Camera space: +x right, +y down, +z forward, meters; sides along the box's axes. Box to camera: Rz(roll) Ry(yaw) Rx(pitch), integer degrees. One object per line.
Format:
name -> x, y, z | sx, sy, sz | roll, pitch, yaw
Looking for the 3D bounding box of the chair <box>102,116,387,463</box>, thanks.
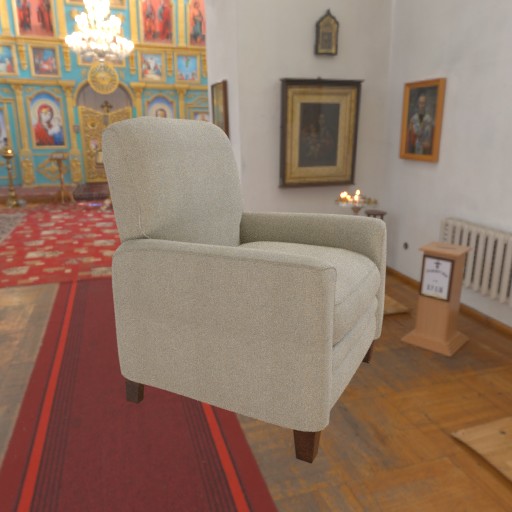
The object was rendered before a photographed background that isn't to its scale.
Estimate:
chair -> 0.000, 0.000, 1.666 | 0.853, 1.006, 0.850 | 7, 16, 27
